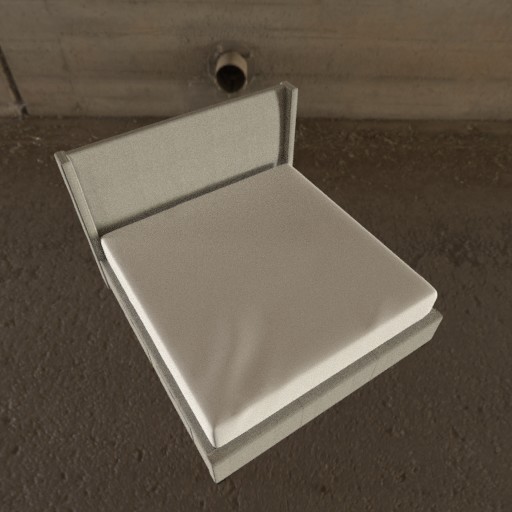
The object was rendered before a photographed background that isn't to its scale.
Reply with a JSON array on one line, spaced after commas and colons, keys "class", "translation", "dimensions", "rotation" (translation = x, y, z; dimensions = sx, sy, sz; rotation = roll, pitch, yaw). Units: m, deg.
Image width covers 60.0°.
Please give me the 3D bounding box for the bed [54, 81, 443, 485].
[{"class": "bed", "translation": [0.000, 0.000, 3.593], "dimensions": [2.140, 1.470, 2.280], "rotation": [-25, 52, -22]}]
